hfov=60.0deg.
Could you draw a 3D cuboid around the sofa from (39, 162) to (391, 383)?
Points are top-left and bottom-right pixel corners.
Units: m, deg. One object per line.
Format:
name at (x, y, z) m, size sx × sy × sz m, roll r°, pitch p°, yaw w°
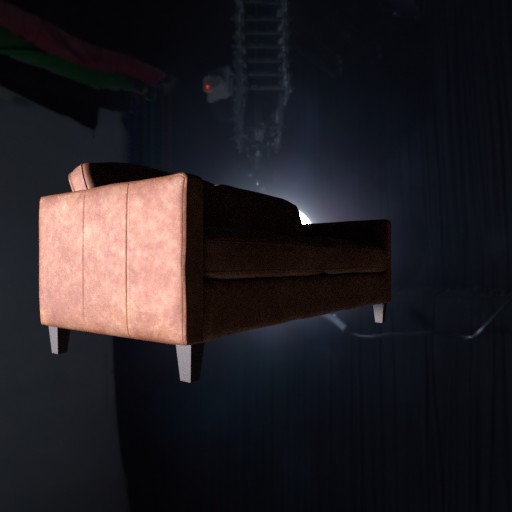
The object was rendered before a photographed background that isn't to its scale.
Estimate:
sofa at (0.000, 0.000, 2.433) m, size 0.923 × 0.863 × 1.971 m, roll -1°, pitch -1°, yaw 36°
